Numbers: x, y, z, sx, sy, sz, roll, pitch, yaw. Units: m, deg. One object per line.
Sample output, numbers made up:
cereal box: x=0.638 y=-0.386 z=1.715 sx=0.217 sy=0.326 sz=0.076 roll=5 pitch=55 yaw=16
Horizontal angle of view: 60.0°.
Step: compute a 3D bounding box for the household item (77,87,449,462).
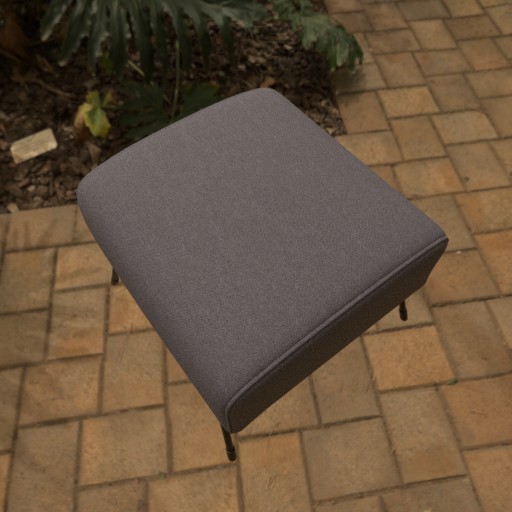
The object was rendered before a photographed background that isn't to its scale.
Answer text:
household item: x=0.000 y=0.000 z=0.925 sx=0.530 sy=0.410 sz=0.530 roll=-33 pitch=64 yaw=-19
